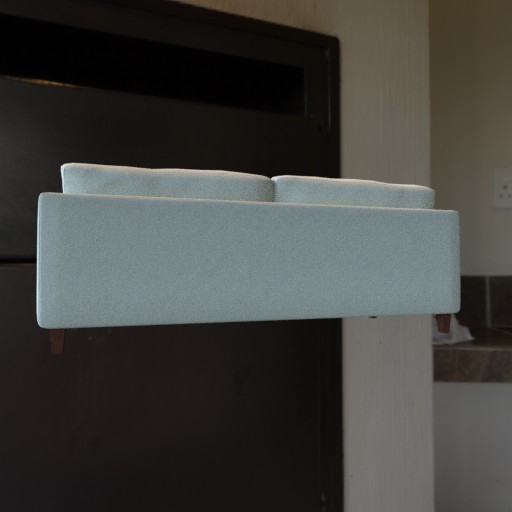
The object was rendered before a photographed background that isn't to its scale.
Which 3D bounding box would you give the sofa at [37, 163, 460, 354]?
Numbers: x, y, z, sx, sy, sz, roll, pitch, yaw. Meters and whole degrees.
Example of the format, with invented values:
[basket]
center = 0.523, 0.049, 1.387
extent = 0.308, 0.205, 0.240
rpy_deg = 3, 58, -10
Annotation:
[sofa]
center = 0.000, 0.000, 2.858
extent = 2.434, 0.965, 0.948
rpy_deg = 0, -1, -17
